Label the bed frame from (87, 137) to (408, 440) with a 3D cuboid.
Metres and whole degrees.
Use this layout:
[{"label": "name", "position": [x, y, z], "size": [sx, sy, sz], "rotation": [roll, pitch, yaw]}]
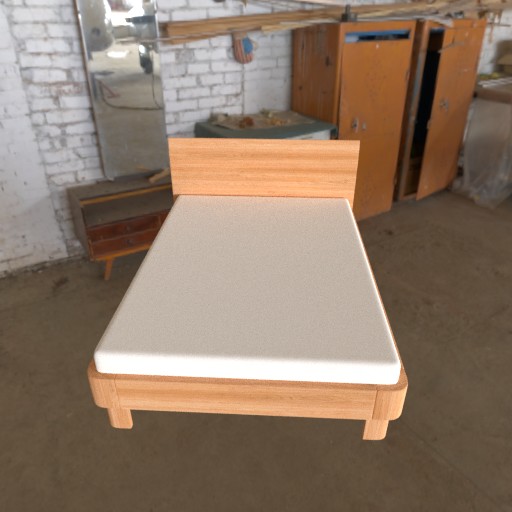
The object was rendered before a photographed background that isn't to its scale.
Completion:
[{"label": "bed frame", "position": [0.000, 0.000, 2.784], "size": [1.472, 0.940, 1.992], "rotation": [2, 30, 3]}]
